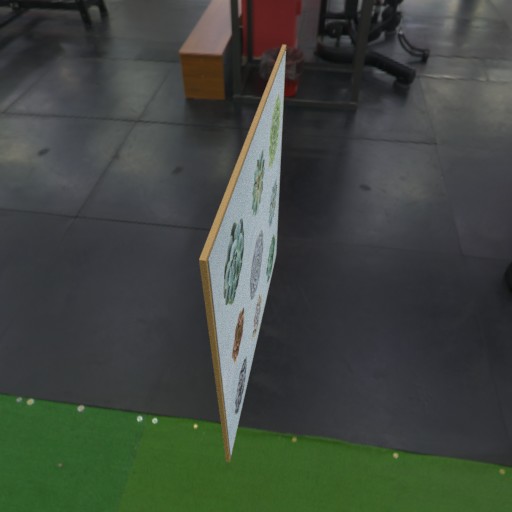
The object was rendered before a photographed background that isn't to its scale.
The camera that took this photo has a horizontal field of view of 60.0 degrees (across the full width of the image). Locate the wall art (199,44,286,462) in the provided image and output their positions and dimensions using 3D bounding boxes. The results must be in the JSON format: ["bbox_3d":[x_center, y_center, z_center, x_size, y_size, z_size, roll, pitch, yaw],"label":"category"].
[{"bbox_3d":[0.000,0.000,1.429,0.013,0.959,0.962,8,47,8],"label":"wall art"}]
